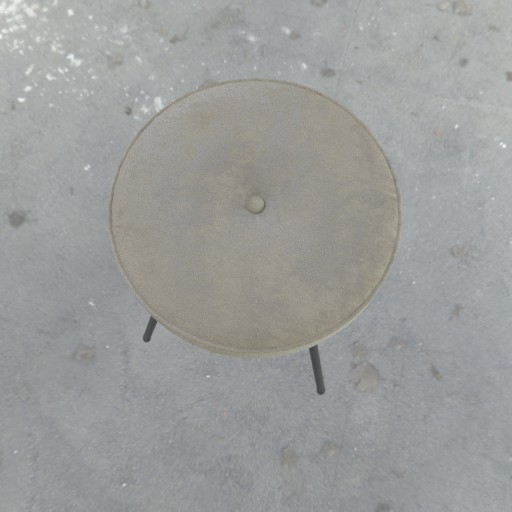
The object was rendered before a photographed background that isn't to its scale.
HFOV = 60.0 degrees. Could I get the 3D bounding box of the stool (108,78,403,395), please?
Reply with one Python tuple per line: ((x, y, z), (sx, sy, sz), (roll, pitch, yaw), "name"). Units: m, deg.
((0.000, 0.000, 0.855), (0.457, 0.538, 0.423), (16, 75, 4), "stool")
